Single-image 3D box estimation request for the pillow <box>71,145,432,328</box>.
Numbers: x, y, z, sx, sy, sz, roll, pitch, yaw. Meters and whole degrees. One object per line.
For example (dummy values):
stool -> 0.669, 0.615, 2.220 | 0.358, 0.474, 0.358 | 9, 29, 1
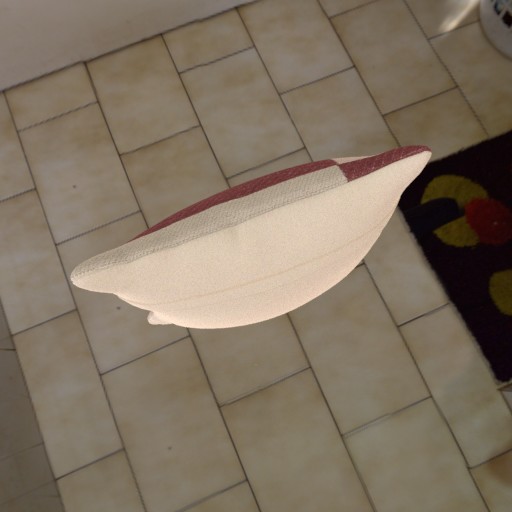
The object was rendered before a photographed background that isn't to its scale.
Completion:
pillow -> 0.000, 0.000, 0.817 | 0.536, 0.506, 0.229 | -20, 77, -5
